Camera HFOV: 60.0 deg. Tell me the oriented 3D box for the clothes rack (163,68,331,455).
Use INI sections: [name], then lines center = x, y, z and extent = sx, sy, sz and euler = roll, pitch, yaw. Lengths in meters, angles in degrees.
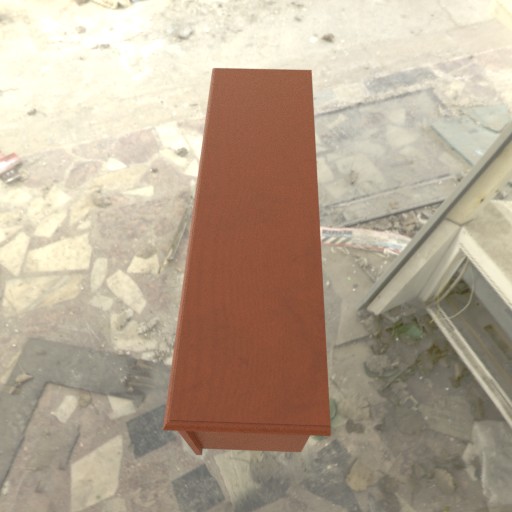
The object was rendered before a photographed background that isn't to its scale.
[clothes rack]
center = 0.000, 0.000, 1.525
extent = 0.362, 0.594, 1.251
euler = 2, 58, 1
